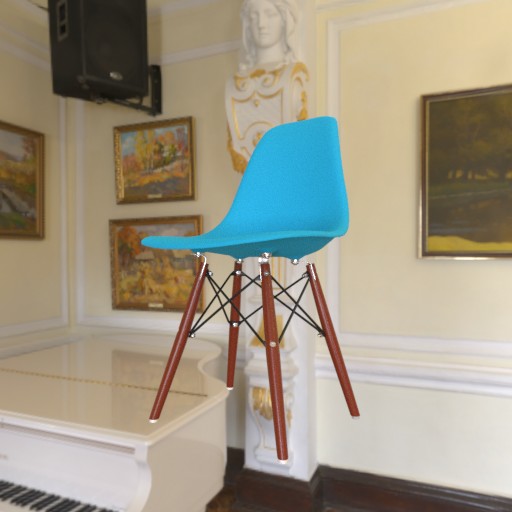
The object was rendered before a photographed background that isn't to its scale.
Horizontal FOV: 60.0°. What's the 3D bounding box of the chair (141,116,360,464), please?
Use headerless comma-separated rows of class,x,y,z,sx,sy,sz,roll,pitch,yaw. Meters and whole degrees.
chair,0.000,0.000,1.139,0.470,0.826,0.533,0,0,35
